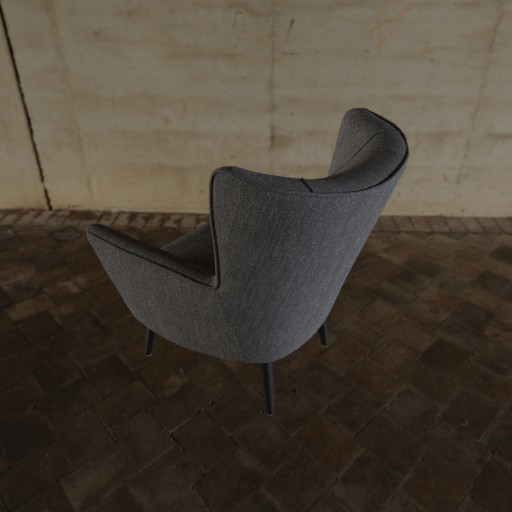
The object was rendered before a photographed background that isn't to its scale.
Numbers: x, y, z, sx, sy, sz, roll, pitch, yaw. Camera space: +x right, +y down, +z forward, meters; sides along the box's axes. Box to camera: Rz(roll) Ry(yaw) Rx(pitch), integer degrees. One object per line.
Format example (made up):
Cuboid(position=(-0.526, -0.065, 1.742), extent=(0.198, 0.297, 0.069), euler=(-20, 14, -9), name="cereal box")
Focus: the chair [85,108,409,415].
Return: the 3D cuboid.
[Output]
Cuboid(position=(0.000, 0.000, 1.566), extent=(0.888, 0.933, 0.781), euler=(19, 36, 29), name="chair")
